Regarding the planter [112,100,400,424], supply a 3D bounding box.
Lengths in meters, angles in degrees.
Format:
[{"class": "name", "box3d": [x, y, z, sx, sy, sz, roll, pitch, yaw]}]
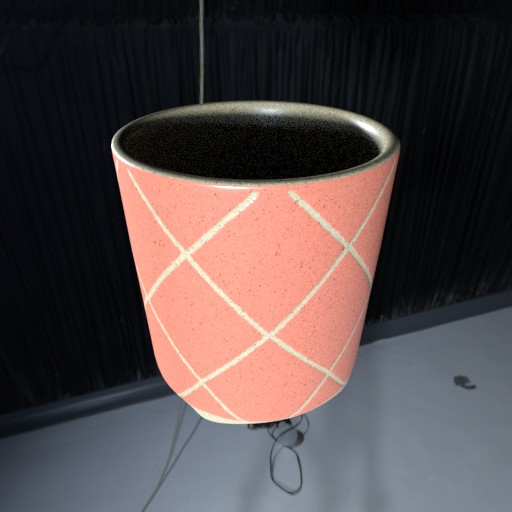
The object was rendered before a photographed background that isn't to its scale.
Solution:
[{"class": "planter", "box3d": [0.000, 0.000, 0.354, 0.191, 0.200, 0.191, 0, 31, 0]}]
